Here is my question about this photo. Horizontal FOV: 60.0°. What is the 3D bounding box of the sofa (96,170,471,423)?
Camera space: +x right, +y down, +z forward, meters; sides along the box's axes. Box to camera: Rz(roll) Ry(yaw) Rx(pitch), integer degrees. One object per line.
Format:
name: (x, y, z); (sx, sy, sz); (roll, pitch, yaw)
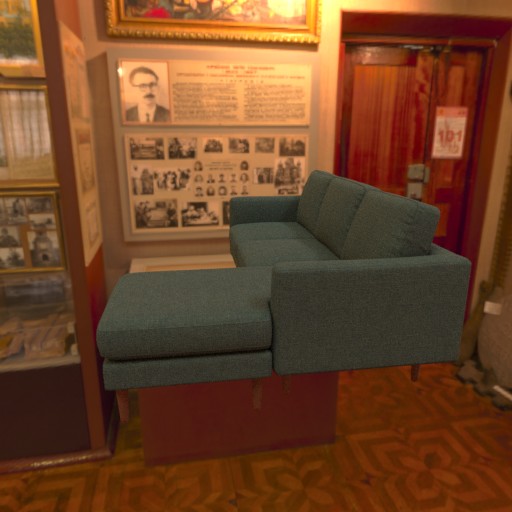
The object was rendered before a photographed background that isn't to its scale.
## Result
sofa: (0.000, 0.000, 2.900); (1.667, 0.957, 2.055); (-2, 16, -8)
